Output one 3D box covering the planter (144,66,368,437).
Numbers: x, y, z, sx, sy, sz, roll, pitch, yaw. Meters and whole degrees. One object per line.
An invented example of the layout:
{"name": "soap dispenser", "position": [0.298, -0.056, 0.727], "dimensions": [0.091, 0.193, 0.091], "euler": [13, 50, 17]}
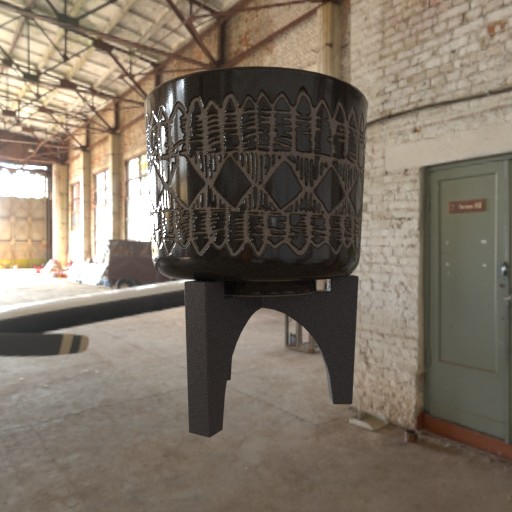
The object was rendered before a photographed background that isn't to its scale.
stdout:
{"name": "planter", "position": [0.000, 0.000, 0.402], "dimensions": [0.196, 0.264, 0.196], "euler": [0, 1, -1]}
